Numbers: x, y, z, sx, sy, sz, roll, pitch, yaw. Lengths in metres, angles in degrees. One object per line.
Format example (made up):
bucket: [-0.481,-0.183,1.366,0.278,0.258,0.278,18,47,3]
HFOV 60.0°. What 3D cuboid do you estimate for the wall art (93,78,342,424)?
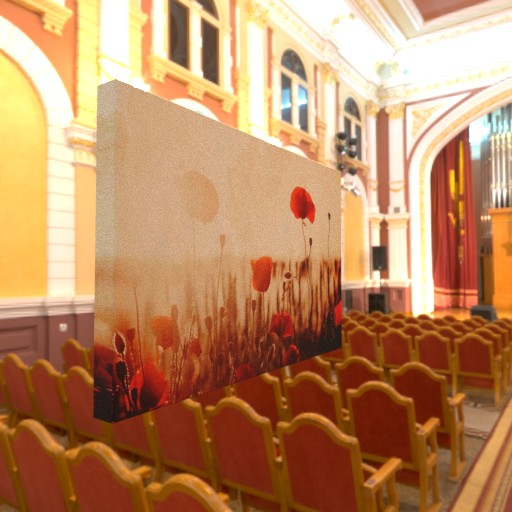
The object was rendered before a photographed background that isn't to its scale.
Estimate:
wall art: [0.000,0.000,0.773,0.040,0.402,0.613,-1,-2,36]
